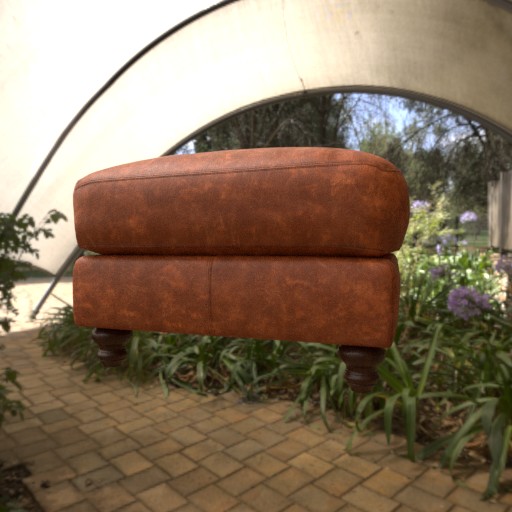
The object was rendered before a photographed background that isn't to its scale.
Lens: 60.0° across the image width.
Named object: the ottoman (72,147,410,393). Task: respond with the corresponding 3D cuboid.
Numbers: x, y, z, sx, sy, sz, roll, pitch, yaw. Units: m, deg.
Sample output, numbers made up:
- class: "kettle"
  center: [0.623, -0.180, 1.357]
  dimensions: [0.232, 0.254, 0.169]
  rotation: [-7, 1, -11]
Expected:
- class: "ottoman"
  center: [0.000, 0.000, 1.282]
  dimensions: [0.832, 0.562, 0.657]
  rotation: [0, 2, 18]
